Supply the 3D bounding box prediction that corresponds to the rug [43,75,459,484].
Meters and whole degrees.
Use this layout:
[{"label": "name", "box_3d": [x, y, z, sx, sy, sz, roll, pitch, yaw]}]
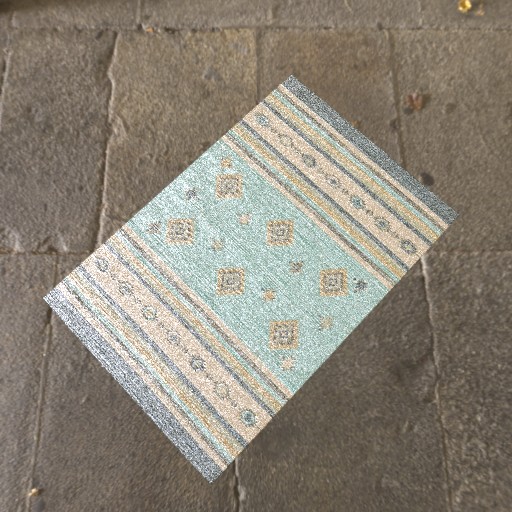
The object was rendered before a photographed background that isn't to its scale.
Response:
[{"label": "rug", "box_3d": [0.000, 0.000, 2.274, 1.212, 0.010, 1.811, 44, 80, 10]}]
